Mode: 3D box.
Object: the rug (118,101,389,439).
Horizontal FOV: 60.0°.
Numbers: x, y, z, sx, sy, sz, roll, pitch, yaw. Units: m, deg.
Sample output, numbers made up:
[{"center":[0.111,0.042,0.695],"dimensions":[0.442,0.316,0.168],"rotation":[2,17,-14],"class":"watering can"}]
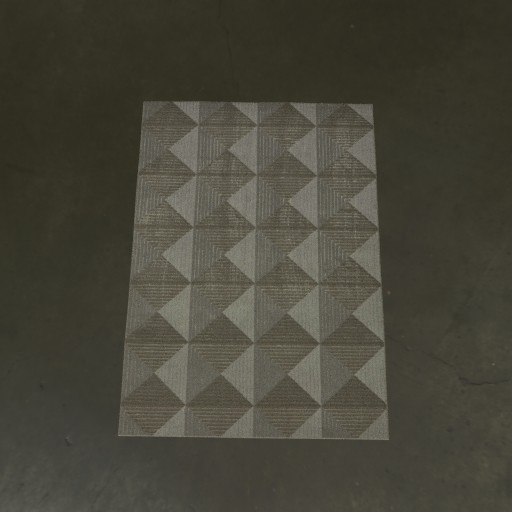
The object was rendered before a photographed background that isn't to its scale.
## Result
[{"center":[0.000,0.000,4.330],"dimensions":[2.428,0.027,3.333],"rotation":[1,77,0],"class":"rug"}]
